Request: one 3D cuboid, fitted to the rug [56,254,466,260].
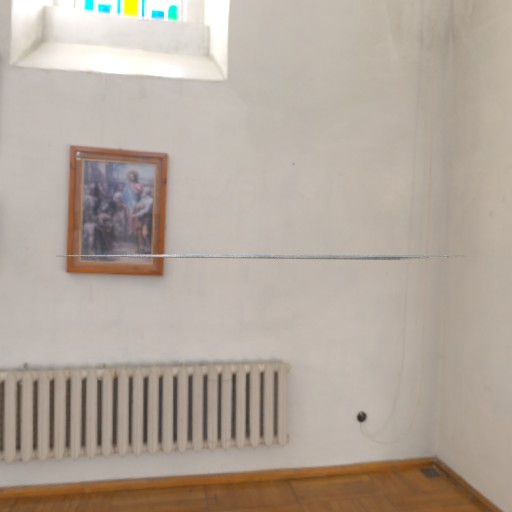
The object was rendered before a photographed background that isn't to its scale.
[{"bbox_3d":[0.000,0.000,3.070,2.433,0.007,1.507,0,1,35],"label":"rug"}]
